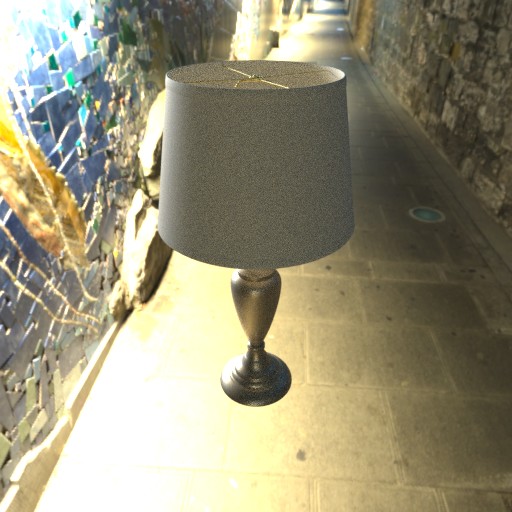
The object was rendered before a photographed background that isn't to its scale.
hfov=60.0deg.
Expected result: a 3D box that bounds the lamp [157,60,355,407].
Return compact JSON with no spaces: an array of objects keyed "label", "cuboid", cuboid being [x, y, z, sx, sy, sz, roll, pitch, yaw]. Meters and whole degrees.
[{"label":"lamp","cuboid":[0.000,0.000,0.790,0.328,0.612,0.328,0,31,0]}]
